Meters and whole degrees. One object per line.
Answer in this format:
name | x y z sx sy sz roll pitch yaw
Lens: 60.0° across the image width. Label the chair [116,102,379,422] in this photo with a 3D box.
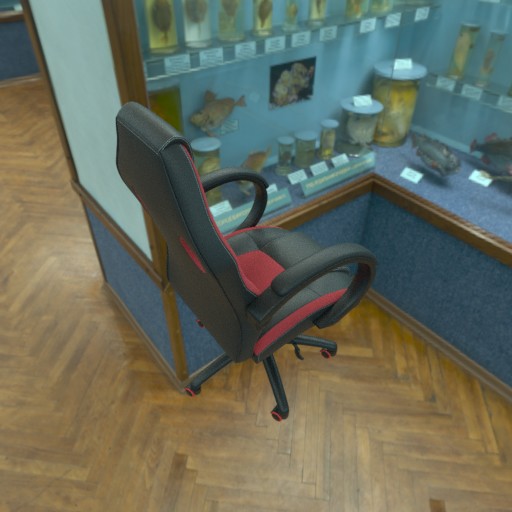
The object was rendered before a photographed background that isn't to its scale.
chair | 0.000 0.000 1.583 0.724 1.187 0.673 -25 46 -26
